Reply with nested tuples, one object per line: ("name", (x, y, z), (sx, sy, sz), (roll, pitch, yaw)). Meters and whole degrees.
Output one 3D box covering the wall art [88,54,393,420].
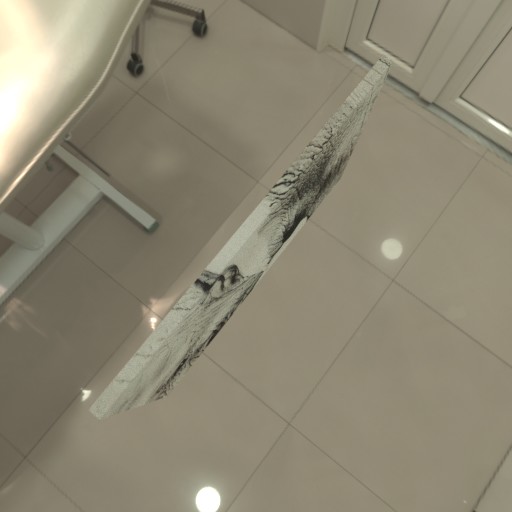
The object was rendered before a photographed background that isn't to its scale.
("wall art", (0.000, 0.000, 1.437), (0.035, 0.758, 1.141), (37, 79, 9))
